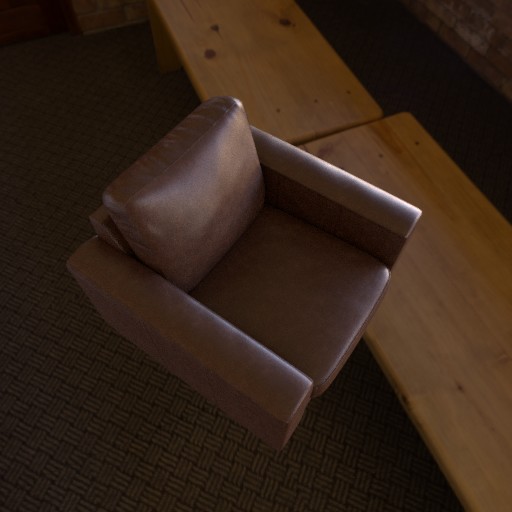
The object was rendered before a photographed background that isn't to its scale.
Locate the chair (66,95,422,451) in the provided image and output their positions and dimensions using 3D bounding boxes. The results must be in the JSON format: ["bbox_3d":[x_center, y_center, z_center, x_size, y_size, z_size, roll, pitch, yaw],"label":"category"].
[{"bbox_3d":[0.000,0.000,1.786,1.016,0.873,1.005,31,63,18],"label":"chair"}]
